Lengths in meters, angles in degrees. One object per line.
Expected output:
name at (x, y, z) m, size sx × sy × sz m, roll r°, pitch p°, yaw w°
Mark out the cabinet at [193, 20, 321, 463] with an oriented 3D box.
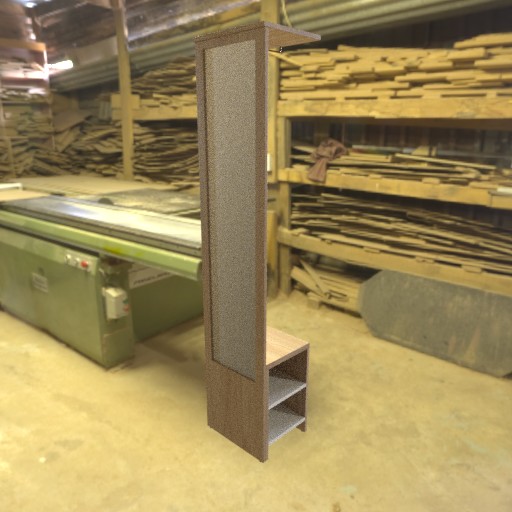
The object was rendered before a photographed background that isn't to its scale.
cabinet at (0.000, 0.000, 2.076) m, size 0.411 × 1.879 × 0.338 m, roll 14°, pitch 21°, yaw 42°
